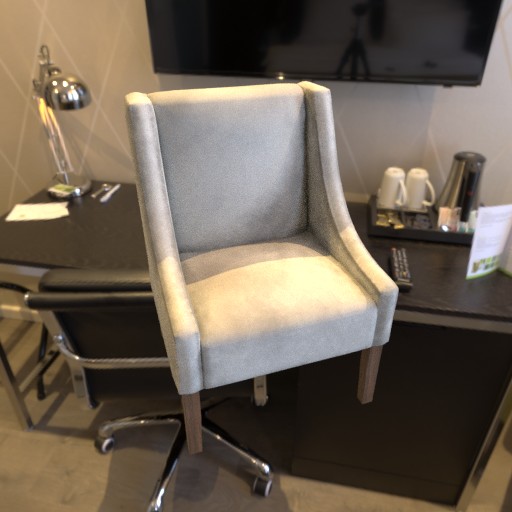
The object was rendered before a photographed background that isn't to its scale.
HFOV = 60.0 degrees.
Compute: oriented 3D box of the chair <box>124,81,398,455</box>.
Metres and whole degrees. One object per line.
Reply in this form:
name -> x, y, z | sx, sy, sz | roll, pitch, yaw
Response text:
chair -> 0.000, 0.000, 1.358 | 0.629, 0.895, 0.629 | -10, 33, -16
